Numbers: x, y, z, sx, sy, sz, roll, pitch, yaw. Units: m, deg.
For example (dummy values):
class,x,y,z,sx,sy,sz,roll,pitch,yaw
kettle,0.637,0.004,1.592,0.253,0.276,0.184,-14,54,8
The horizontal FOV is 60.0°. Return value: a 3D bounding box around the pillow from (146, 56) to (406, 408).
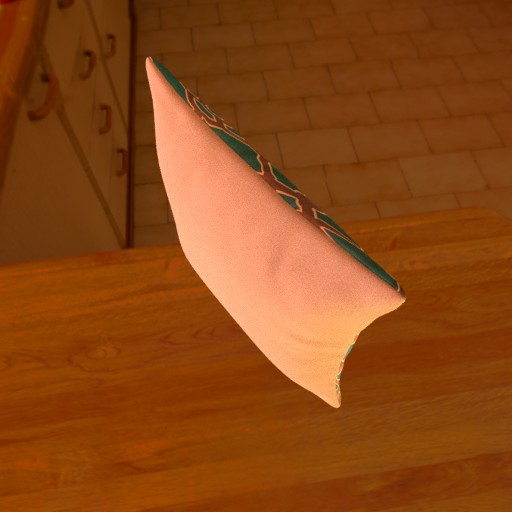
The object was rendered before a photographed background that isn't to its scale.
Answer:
class,x,y,z,sx,sy,sz,roll,pitch,yaw
pillow,0.000,0.000,0.786,0.166,0.507,0.526,-34,64,-19
